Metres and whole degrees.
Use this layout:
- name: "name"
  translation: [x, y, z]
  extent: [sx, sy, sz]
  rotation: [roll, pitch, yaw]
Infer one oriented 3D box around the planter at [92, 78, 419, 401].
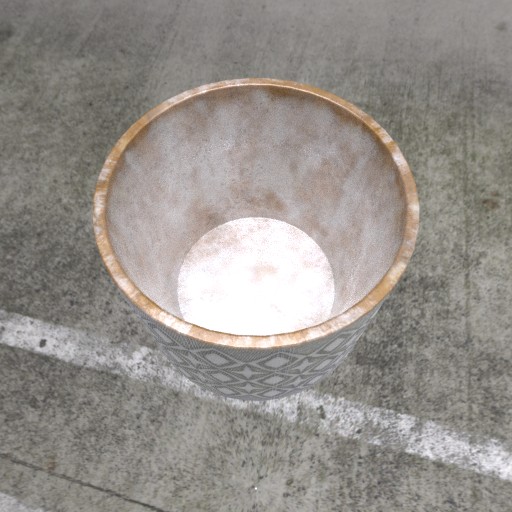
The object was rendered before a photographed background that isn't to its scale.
- name: "planter"
  translation: [0.000, 0.000, 0.447]
  extent: [0.255, 0.223, 0.255]
  rotation: [0, 62, 0]
